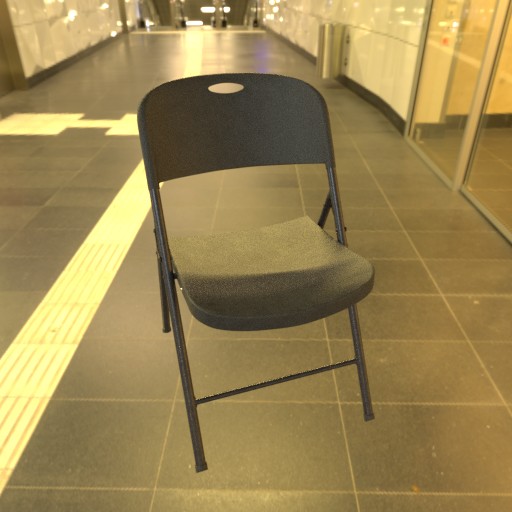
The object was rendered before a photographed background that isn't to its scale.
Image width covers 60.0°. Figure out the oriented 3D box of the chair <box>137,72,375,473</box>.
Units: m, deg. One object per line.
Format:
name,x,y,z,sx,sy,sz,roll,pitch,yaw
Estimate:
chair,0.000,0.000,1.150,0.494,0.810,0.566,-10,32,-16
